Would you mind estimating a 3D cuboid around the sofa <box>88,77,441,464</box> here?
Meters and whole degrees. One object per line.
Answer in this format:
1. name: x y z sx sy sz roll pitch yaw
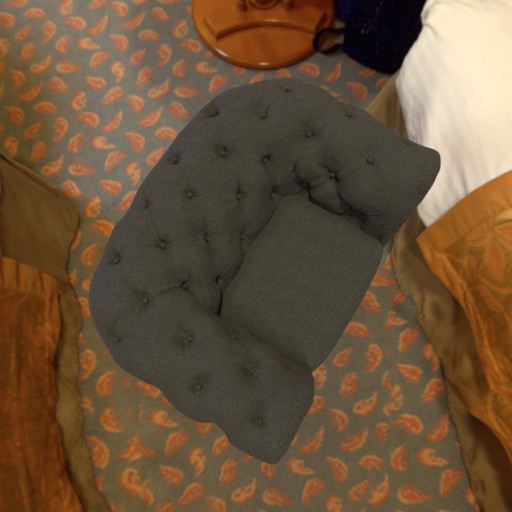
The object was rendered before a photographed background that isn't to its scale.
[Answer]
1. sofa: 0.000 0.000 2.046 1.032 0.878 1.405 30 78 7
